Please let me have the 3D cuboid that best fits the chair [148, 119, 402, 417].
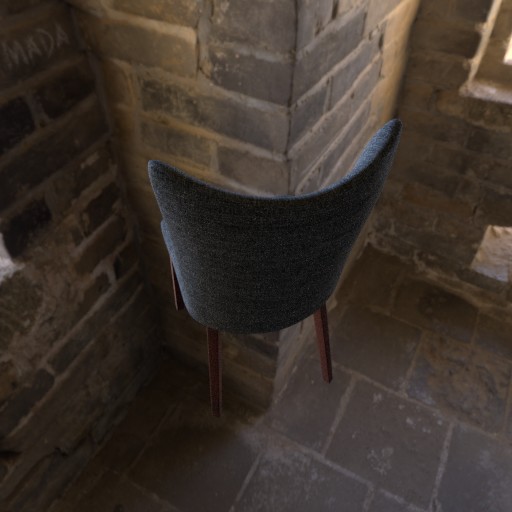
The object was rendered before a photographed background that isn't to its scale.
[{"bbox_3d":[0.000,0.000,1.298,0.535,0.924,0.623,-13,44,-14],"label":"chair"}]
